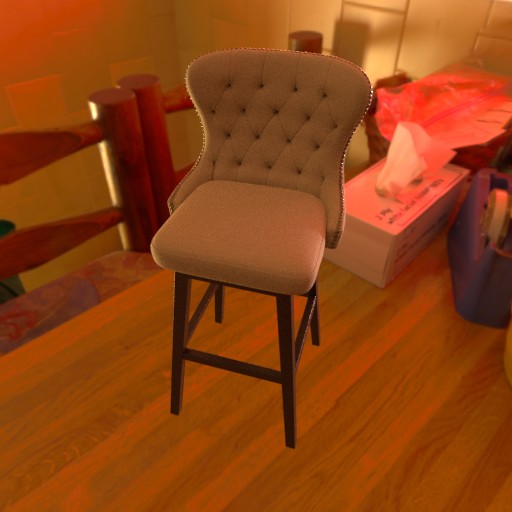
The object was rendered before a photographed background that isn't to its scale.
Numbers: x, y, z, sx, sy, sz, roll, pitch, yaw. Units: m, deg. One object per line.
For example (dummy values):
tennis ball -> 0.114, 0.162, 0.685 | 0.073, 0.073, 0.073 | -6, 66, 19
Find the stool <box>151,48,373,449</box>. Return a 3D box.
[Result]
stool -> 0.000, 0.000, 1.386 | 0.528, 1.066, 0.605 | 11, 41, 13
